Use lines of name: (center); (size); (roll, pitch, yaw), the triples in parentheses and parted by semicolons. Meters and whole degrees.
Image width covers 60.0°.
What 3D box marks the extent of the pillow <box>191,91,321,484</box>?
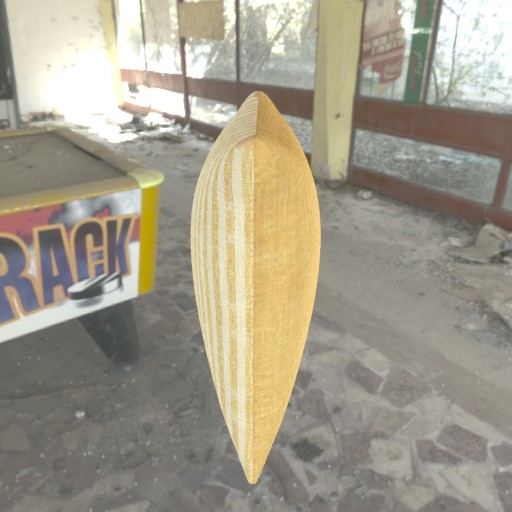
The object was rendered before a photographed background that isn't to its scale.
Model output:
pillow: (0.000, 0.000, 0.629); (0.173, 0.407, 0.419); (0, 26, 1)
